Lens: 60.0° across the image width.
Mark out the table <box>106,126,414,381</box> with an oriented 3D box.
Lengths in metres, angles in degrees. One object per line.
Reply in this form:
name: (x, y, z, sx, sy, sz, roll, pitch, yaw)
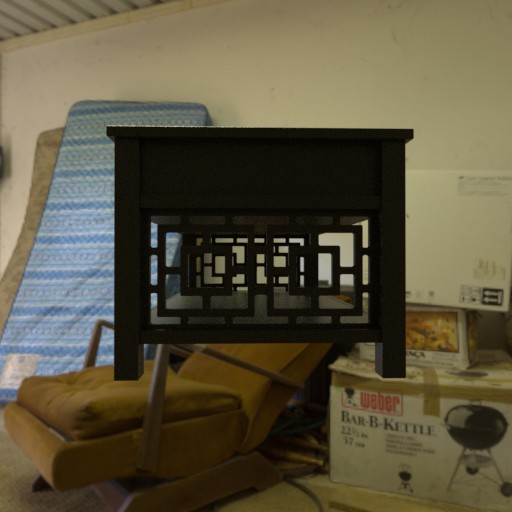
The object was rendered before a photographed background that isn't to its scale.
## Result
table: (0.000, 0.000, 1.394, 0.612, 0.493, 1.068, 0, 0, -2)
